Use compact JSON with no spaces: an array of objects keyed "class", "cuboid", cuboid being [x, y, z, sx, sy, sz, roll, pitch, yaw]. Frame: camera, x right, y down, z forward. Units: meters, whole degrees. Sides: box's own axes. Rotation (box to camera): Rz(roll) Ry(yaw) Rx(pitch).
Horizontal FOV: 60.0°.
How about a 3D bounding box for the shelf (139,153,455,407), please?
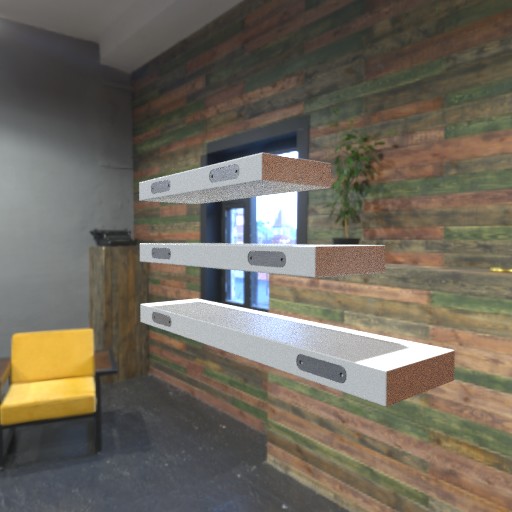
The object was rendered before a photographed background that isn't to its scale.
[{"class":"shelf","cuboid":[0.000,0.000,0.735,0.140,0.293,0.610,-2,3,-38]}]
